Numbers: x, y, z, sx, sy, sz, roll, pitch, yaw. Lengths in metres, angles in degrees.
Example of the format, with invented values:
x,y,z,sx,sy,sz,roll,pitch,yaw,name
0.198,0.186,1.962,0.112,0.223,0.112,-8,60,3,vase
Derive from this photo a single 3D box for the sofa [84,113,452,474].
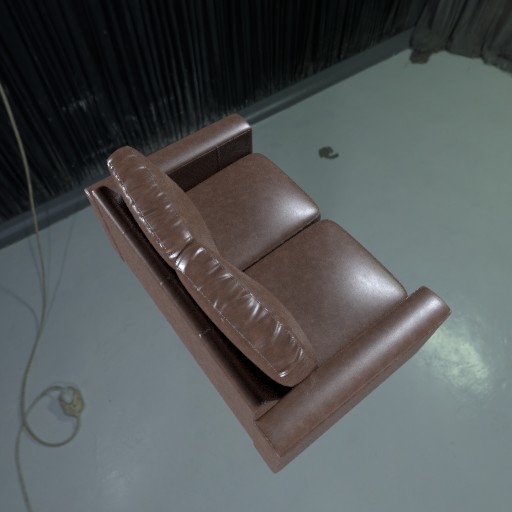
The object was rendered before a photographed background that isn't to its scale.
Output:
x,y,z,sx,sy,sz,roll,pitch,yaw,name
0.000,0.000,2.212,1.016,0.873,1.616,-33,64,-19,sofa
